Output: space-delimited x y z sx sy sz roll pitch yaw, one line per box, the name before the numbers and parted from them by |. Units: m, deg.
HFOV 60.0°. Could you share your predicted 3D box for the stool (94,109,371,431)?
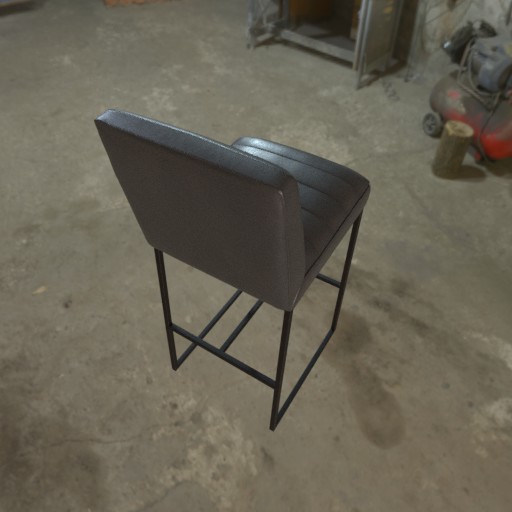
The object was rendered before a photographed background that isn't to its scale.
stool | 0.000 0.000 1.329 0.457 1.040 0.552 24 51 22
